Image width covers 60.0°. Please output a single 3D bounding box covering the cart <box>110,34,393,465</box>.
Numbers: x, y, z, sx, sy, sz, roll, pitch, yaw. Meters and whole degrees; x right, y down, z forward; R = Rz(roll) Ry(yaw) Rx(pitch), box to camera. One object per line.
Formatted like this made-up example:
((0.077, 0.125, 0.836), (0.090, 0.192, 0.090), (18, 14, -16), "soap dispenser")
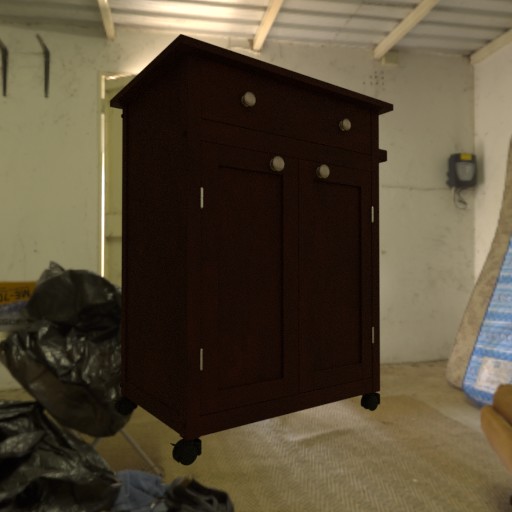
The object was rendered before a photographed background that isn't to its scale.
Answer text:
((0.000, 0.000, 1.245), (0.683, 0.864, 0.442), (1, -1, -36), "cart")
